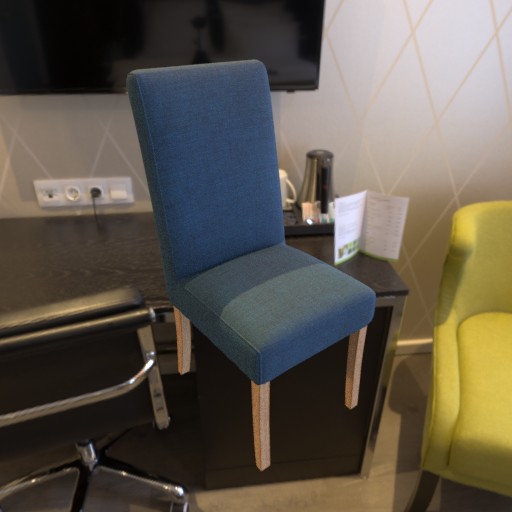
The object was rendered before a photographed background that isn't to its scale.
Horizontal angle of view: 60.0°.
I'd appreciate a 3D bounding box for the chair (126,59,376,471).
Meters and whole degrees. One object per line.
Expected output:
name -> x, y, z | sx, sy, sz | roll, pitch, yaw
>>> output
chair -> 0.000, 0.000, 1.350 | 0.450, 1.029, 0.610 | -21, 36, -31
